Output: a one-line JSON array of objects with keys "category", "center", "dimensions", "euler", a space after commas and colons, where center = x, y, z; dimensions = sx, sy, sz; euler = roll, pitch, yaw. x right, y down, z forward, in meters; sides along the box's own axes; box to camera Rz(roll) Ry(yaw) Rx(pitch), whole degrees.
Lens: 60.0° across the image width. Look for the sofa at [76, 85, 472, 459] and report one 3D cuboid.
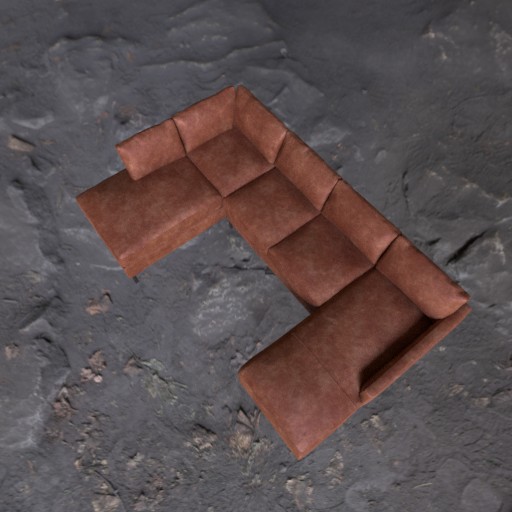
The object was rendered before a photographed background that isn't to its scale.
[{"category": "sofa", "center": [0.000, 0.000, 3.831], "dimensions": [1.939, 0.900, 2.956], "euler": [-34, 67, -17]}]
